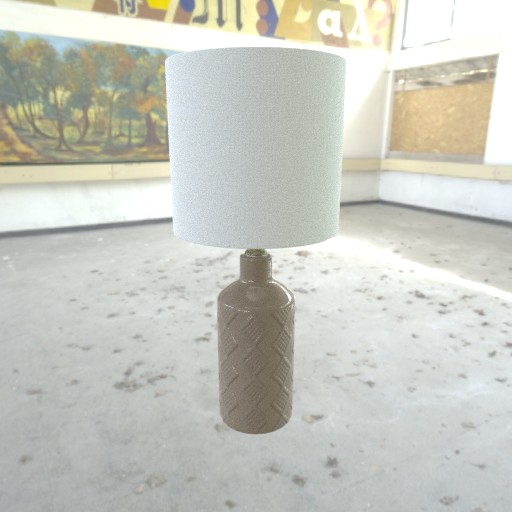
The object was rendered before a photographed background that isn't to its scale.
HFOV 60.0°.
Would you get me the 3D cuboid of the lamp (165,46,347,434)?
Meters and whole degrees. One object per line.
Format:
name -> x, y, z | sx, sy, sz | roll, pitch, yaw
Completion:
lamp -> 0.000, 0.000, 0.573 | 0.207, 0.461, 0.207 | -8, 17, -28
